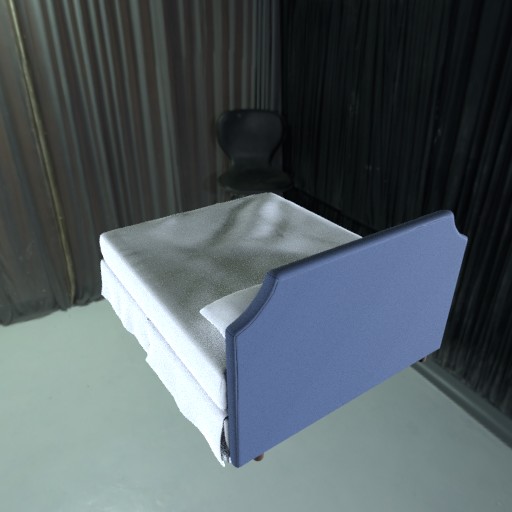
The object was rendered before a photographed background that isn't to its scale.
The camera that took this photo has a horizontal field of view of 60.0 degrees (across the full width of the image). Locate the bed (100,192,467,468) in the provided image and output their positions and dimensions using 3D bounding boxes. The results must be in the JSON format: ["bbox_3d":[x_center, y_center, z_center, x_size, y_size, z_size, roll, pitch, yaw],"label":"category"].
[{"bbox_3d":[0.000,0.000,4.189,2.350,1.488,2.773,-18,34,-29],"label":"bed"}]
